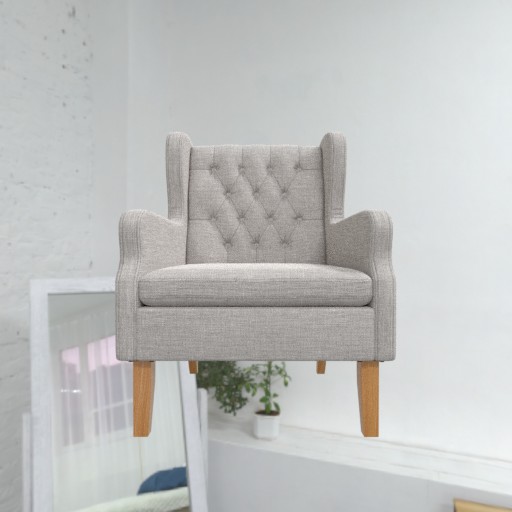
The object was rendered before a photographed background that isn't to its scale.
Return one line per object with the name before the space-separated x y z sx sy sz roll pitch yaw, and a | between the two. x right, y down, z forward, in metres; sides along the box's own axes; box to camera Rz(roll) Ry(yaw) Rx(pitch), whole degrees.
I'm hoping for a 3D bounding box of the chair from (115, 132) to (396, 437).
chair | 0.000 0.000 1.489 0.710 0.930 0.760 0 1 0
